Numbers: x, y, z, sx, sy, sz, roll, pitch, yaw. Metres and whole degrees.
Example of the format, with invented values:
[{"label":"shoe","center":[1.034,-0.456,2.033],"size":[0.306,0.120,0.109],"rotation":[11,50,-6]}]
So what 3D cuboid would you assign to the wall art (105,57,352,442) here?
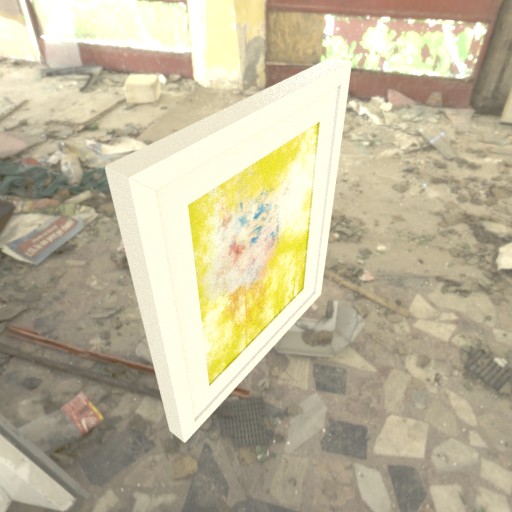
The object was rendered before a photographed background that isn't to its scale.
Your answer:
[{"label":"wall art","center":[0.000,0.000,0.541],"size":[0.028,0.381,0.331],"rotation":[26,47,28]}]
